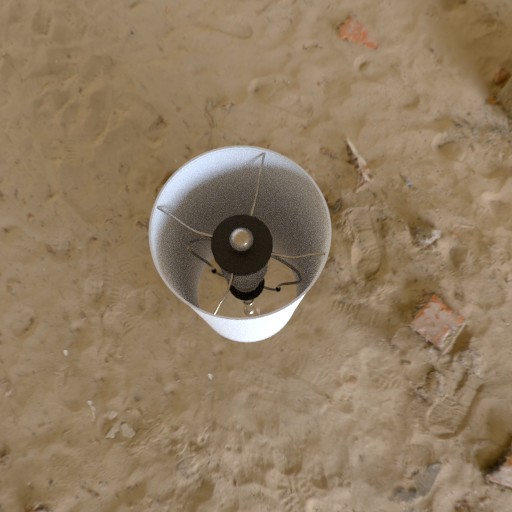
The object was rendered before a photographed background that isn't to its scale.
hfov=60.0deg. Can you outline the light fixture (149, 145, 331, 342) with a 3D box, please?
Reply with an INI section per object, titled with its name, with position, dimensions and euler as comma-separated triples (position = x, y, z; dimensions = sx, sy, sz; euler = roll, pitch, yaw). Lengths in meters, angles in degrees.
[light fixture]
position = 0.000, 0.000, 0.543
dimensions = 0.128, 0.462, 0.208
euler = 16, 76, 4
